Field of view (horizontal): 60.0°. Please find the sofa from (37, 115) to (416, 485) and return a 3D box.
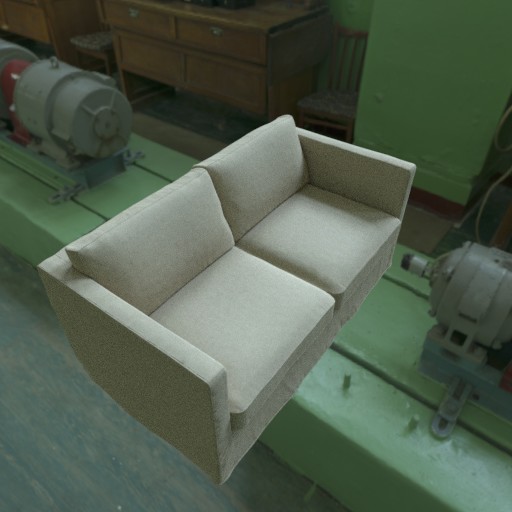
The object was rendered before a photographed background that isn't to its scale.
[{"bbox_3d":[0.000,0.000,2.249,0.962,0.835,1.719,26,47,27],"label":"sofa"}]
